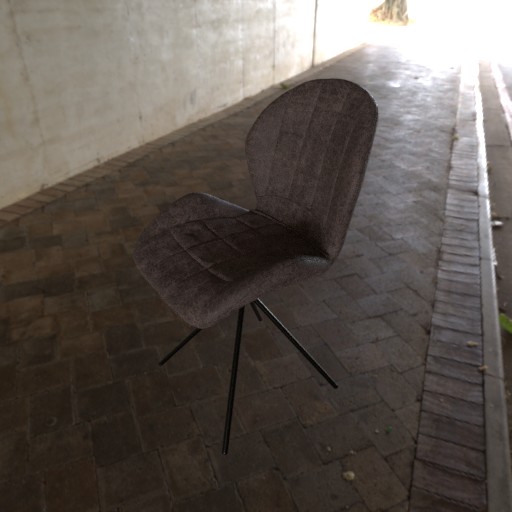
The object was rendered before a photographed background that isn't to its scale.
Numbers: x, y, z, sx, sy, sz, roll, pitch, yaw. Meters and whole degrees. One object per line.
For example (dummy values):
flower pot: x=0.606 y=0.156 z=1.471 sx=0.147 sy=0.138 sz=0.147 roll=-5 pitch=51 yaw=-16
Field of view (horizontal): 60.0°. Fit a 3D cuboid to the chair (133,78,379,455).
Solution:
chair: x=0.000 y=0.000 z=1.314 sx=0.640 sy=0.934 sz=0.527 roll=-19 pitch=36 yaw=-30
